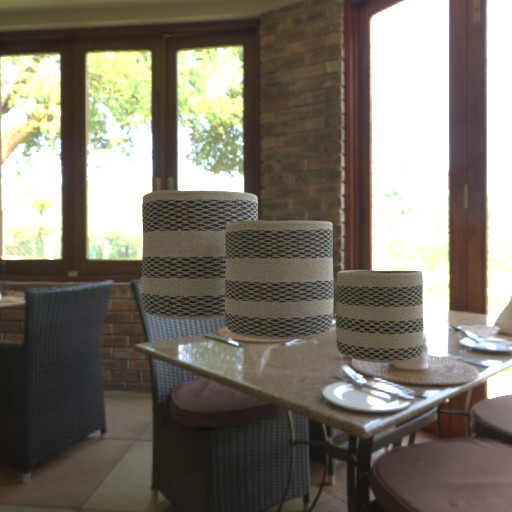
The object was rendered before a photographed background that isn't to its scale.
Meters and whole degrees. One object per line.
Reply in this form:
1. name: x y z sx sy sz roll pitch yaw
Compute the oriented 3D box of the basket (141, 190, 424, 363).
1. basket: 0.000 0.000 1.118 0.351 0.356 0.917 0 1 -36
